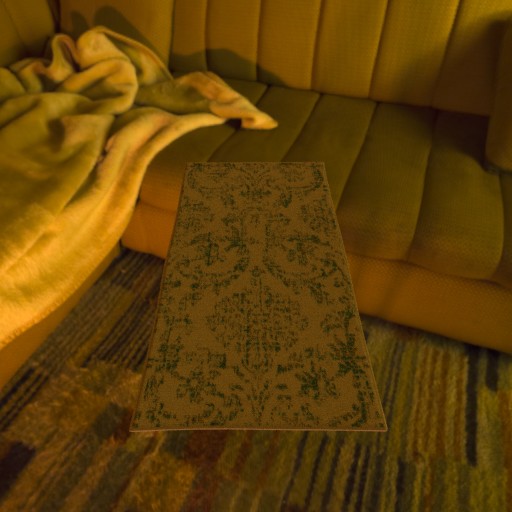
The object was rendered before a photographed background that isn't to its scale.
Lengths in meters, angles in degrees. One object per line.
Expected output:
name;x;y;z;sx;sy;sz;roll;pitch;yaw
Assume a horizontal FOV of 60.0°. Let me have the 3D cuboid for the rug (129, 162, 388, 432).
rug;0.000;0.000;1.483;0.605;0.007;1.220;0;42;0
